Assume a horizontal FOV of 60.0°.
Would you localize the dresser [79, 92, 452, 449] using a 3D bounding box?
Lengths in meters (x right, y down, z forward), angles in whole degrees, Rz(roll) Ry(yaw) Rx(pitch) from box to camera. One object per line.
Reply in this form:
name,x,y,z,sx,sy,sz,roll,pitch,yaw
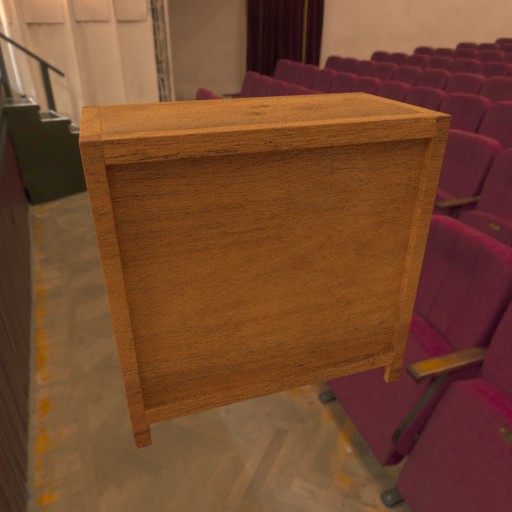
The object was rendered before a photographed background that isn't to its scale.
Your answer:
dresser,0.000,0.000,1.263,0.804,0.804,0.427,-9,29,-16
